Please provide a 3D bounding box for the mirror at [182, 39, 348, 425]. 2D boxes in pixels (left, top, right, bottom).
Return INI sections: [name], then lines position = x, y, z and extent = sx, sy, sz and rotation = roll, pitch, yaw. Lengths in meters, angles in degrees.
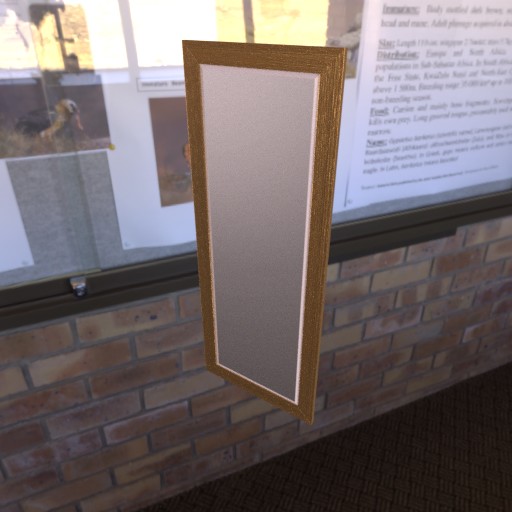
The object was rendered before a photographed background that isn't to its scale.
[mirror]
position = 0.000, 0.000, 2.343
extent = 0.812, 2.031, 0.025
rotation = 19, 34, 30
